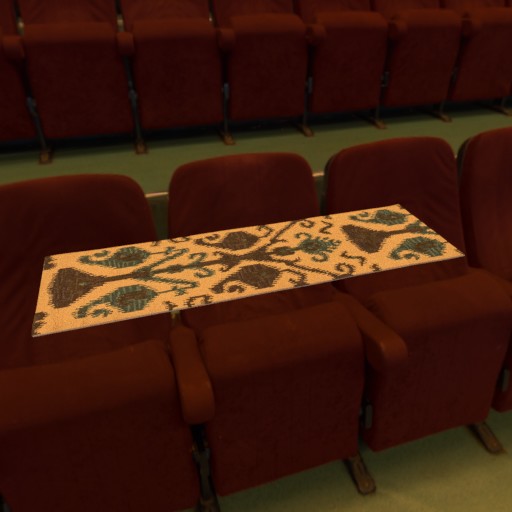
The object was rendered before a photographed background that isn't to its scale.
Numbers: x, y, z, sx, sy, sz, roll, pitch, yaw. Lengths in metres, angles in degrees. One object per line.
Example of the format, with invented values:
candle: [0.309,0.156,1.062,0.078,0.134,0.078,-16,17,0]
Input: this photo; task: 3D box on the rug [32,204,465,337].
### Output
rug: [0.000,0.000,2.528,2.301,0.017,0.692,-9,34,-14]
